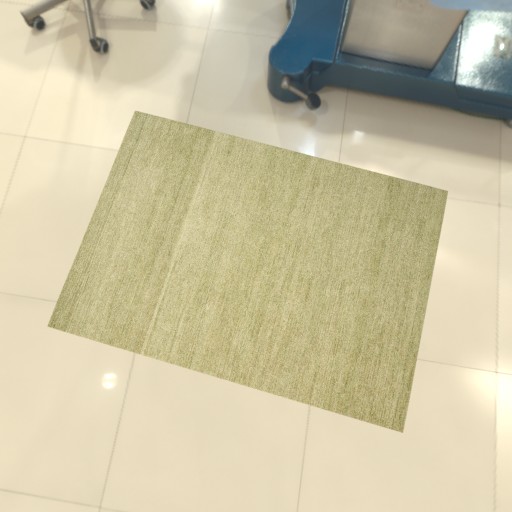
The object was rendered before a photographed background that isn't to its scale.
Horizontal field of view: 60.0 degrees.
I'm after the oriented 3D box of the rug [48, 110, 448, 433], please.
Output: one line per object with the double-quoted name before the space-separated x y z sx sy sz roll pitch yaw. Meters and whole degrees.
"rug" 0.000 0.000 2.903 2.270 0.017 1.606 15 75 4
